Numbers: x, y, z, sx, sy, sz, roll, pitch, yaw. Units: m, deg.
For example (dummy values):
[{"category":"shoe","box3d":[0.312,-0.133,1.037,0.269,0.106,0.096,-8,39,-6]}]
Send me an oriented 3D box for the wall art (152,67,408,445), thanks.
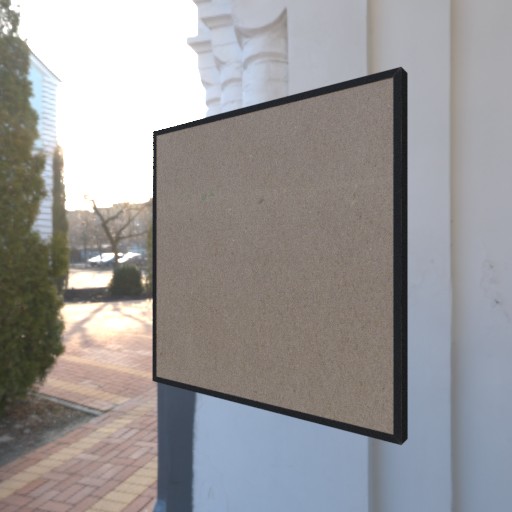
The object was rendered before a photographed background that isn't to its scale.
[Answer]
[{"category":"wall art","box3d":[0.000,0.000,1.136,0.762,0.762,0.038,0,0,37]}]
